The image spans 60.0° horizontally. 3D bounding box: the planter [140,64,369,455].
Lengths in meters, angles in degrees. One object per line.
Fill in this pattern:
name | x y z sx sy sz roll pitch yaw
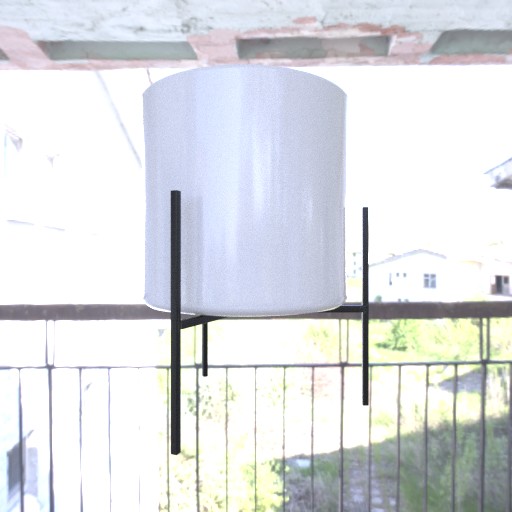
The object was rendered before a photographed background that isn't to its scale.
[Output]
planter | 0.000 0.000 0.713 0.361 0.480 0.360 0 0 -1
